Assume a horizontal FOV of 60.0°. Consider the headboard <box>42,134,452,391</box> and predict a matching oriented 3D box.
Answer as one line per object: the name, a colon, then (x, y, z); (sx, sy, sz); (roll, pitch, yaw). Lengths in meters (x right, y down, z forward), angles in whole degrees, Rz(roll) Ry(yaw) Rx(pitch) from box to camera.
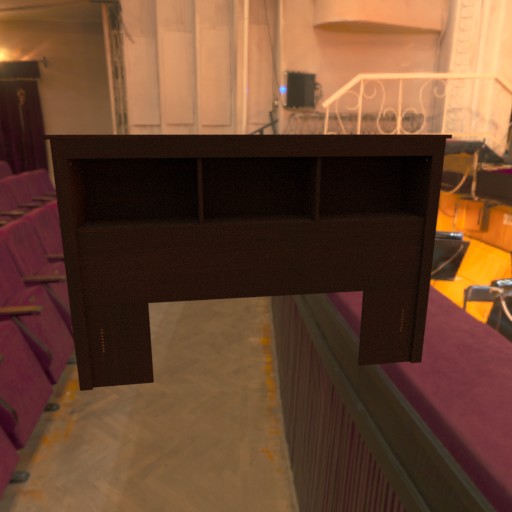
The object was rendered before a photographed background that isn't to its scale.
headboard: (0.000, 0.000, 2.067); (1.671, 1.092, 0.279); (-2, 16, -9)
